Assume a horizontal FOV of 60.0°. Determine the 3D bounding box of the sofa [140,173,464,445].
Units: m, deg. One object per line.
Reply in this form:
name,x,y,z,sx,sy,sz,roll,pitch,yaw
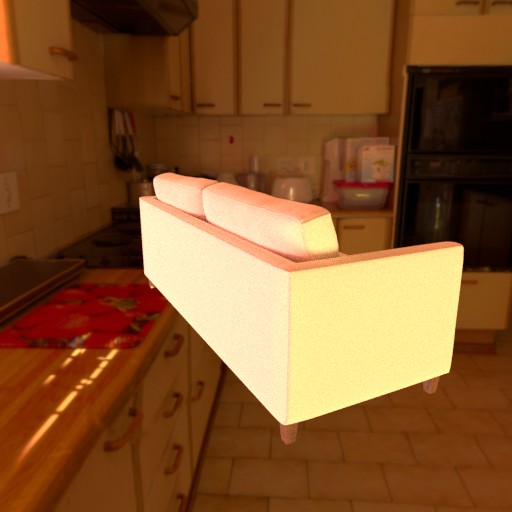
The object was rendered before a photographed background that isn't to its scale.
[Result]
sofa,0.000,0.000,2.836,0.951,0.962,2.361,-7,16,-26
